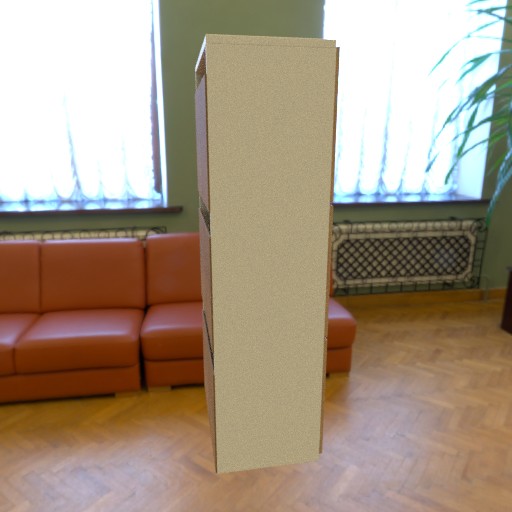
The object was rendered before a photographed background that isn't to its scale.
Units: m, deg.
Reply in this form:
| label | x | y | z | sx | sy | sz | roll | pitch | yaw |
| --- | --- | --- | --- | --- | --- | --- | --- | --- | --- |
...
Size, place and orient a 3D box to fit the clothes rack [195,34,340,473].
| label | x | y | z | sx | sy | sz | roll | pitch | yaw |
| --- | --- | --- | --- | --- | --- | --- | --- | --- | --- |
| clothes rack | 0.000 | 0.000 | 1.422 | 0.331 | 1.187 | 0.500 | -3 | 15 | -10 |
